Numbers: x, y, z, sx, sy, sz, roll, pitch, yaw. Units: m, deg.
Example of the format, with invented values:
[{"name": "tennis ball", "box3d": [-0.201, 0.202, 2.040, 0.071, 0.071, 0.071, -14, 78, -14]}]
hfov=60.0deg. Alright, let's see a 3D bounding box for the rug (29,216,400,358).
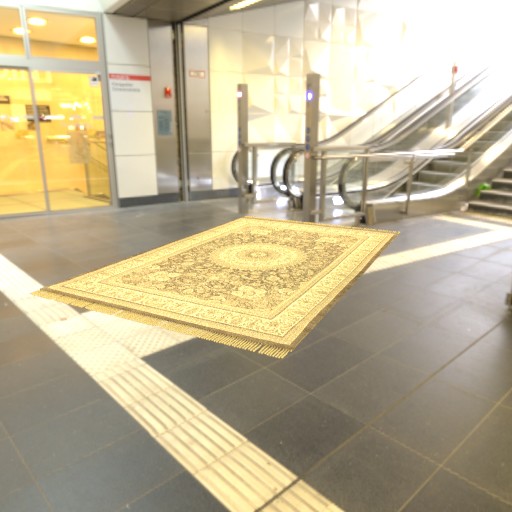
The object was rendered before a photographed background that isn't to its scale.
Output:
[{"name": "rug", "box3d": [0.000, 0.000, 4.341, 2.143, 0.015, 3.422, 8, 18, 26]}]
